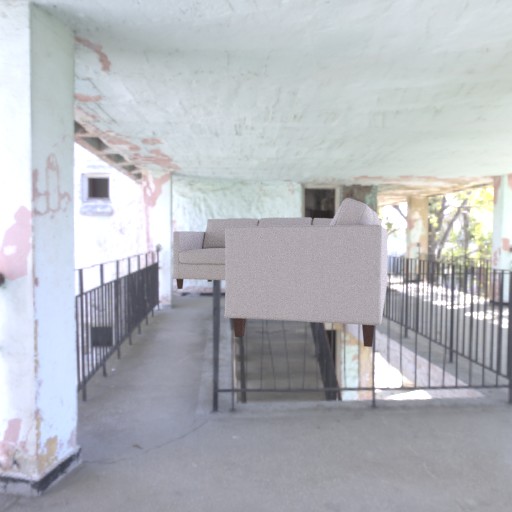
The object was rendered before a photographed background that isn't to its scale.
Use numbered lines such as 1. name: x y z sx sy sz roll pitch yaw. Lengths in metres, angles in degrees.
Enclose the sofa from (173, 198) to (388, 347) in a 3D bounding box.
1. sofa: 0.000 0.000 4.297 2.432 0.863 3.182 1 3 17
